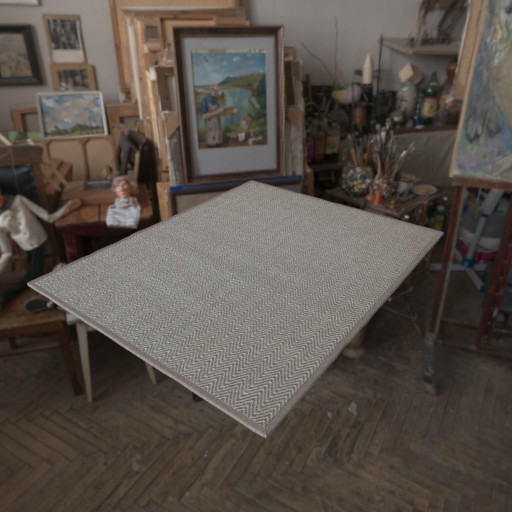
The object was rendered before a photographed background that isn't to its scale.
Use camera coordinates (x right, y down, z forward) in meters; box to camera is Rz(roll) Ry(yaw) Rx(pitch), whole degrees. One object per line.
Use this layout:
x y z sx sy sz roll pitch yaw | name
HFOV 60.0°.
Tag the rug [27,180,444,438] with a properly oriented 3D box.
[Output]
0.000 0.000 4.018 2.434 0.032 3.007 21 36 32 | rug
